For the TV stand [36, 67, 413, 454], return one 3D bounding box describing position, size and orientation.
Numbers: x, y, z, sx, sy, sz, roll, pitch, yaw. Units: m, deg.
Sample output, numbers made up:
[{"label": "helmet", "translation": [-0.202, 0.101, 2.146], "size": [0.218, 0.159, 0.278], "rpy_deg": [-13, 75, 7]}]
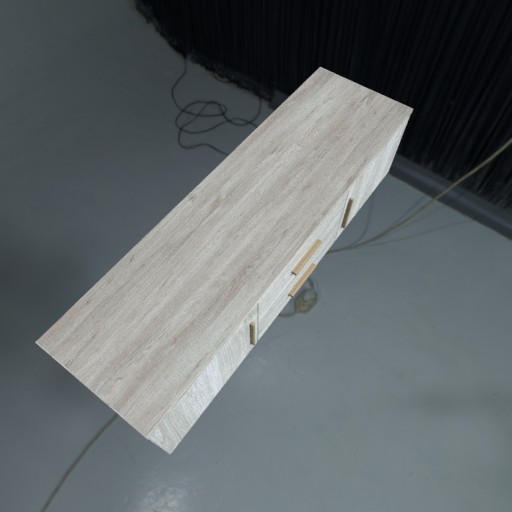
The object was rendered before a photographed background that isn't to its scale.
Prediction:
[{"label": "TV stand", "translation": [0.000, 0.000, 1.549], "size": [0.401, 0.565, 1.313], "rpy_deg": [32, 65, 18]}]
